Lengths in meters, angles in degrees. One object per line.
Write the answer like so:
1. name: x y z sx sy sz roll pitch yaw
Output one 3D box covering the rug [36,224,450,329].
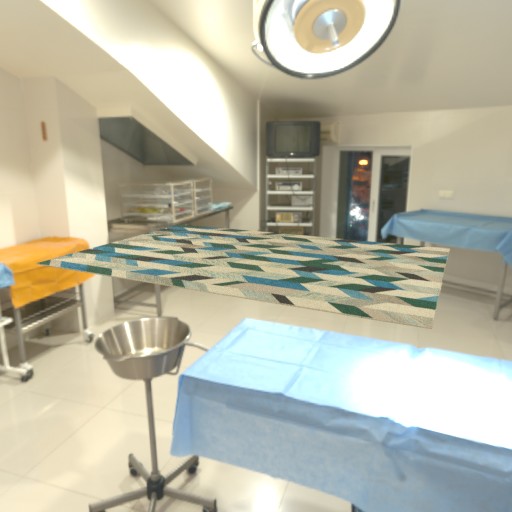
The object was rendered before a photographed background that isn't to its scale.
1. rug: 0.000 0.000 2.326 1.827 0.005 1.229 7 16 25
